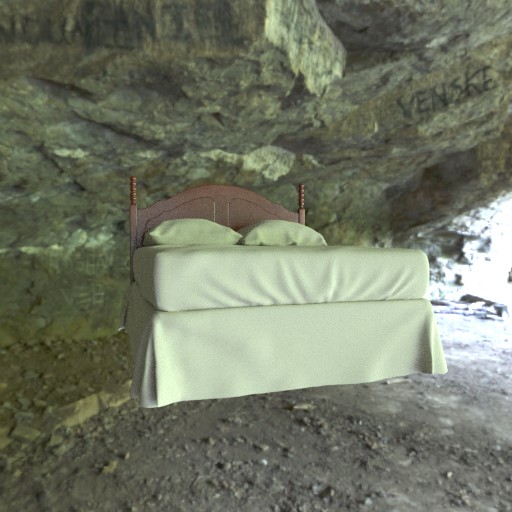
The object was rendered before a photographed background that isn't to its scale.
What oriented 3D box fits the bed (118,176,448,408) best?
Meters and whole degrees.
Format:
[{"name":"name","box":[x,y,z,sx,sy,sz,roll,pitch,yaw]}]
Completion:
[{"name":"bed","box":[0.000,0.000,3.199,1.873,1.356,2.040,-1,2,-18]}]
